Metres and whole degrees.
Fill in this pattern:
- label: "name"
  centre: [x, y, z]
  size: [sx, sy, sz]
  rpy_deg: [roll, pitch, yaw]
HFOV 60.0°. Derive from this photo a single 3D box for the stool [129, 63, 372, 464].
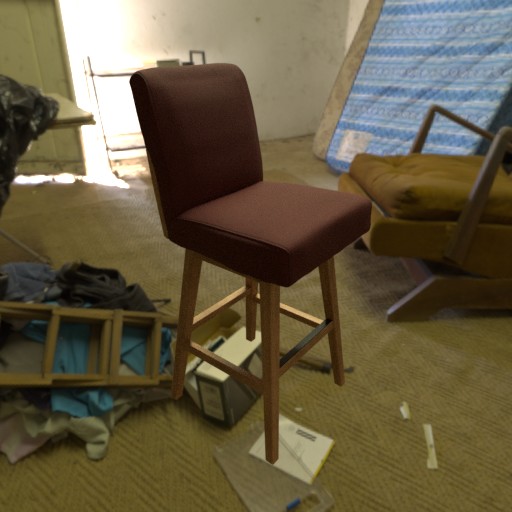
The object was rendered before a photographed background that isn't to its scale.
- label: "stool"
  centre: [0.000, 0.000, 1.401]
  size: [0.562, 1.093, 0.468]
  rpy_deg: [20, 33, 34]
